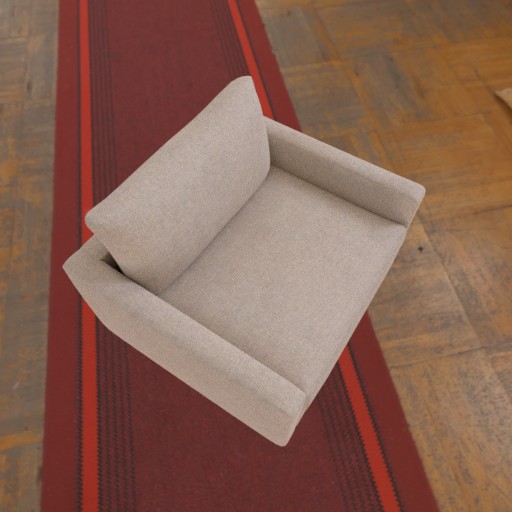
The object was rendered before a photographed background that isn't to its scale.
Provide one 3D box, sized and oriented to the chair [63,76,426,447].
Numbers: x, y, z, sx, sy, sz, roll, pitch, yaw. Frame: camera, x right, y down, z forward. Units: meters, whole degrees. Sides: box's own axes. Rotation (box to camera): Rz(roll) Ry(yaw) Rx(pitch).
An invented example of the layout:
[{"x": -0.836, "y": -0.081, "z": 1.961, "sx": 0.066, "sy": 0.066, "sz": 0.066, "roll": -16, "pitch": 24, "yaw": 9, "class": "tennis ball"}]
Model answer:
[{"x": 0.000, "y": 0.000, "z": 1.628, "sx": 0.866, "sy": 0.861, "sz": 0.963, "roll": 29, "pitch": 62, "yaw": 17, "class": "chair"}]
